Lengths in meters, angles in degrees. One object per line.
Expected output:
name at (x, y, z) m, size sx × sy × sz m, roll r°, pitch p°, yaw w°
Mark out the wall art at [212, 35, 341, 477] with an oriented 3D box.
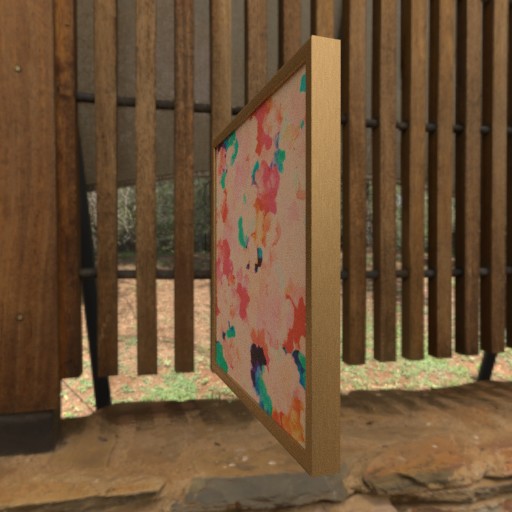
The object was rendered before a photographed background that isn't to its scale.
wall art at (0.000, 0.000, 0.757) m, size 0.037 × 0.509 × 0.510 m, roll 0°, pitch 0°, yaw -19°
